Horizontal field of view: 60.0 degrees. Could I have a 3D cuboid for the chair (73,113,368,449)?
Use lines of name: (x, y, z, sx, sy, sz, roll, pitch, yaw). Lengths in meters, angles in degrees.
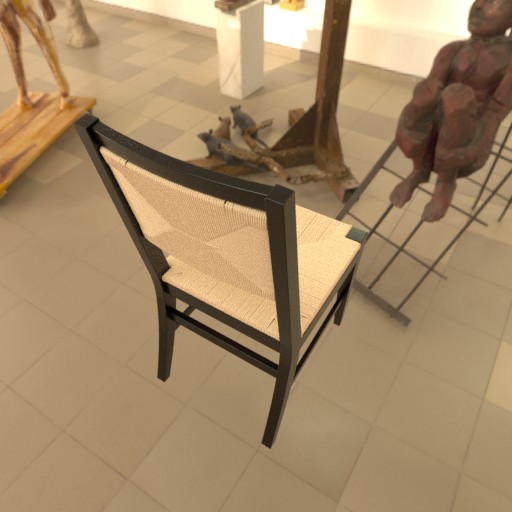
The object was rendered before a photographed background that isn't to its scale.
chair: (0.000, 0.000, 1.199, 0.437, 0.927, 0.552, 24, 51, 22)
